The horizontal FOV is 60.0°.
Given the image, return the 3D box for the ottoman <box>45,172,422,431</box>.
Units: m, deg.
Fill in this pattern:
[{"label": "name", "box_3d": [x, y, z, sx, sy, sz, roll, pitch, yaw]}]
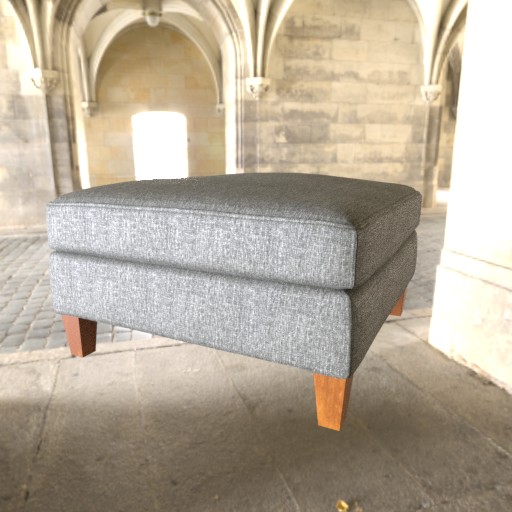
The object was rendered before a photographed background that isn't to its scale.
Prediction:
[{"label": "ottoman", "box_3d": [0.000, 0.000, 1.337, 0.838, 0.481, 0.838, 7, 15, 26]}]
